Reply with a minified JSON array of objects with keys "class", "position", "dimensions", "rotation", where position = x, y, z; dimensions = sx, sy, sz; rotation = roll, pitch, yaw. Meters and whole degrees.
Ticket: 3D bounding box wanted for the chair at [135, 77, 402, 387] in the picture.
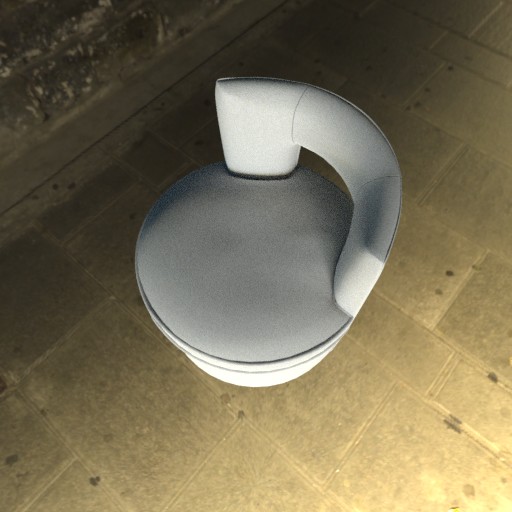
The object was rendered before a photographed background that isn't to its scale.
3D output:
[{"class":"chair","position":[0.000,0.000,1.259],"dimensions":[0.665,0.723,0.650],"rotation":[-31,67,-15]}]
